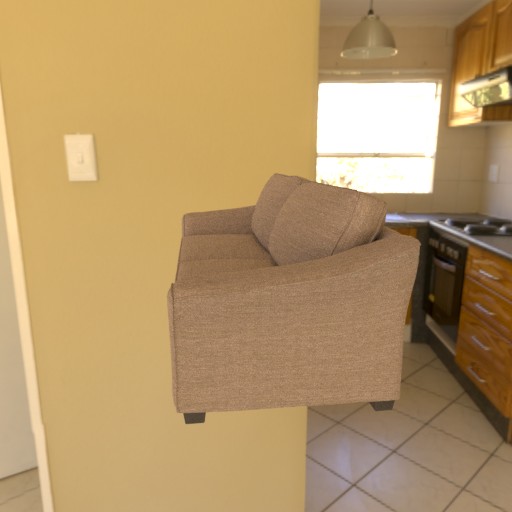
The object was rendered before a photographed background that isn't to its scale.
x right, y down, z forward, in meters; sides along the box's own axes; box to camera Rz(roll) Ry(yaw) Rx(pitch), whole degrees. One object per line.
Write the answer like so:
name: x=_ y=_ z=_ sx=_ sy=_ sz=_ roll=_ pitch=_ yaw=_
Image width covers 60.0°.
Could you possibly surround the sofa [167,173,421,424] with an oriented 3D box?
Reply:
sofa: x=0.000 y=0.000 z=2.746 sx=0.980 sy=0.965 sz=2.270 roll=-2 pitch=13 yaw=-8
